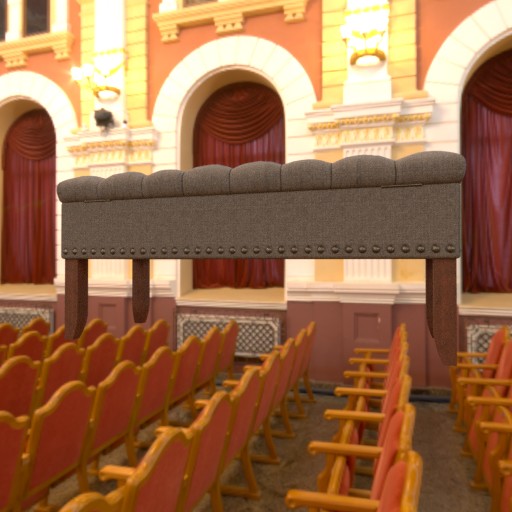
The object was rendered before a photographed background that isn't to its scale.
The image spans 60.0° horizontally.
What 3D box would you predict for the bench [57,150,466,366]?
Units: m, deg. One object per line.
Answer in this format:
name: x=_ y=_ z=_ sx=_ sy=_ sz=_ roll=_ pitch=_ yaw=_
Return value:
bench: x=0.000 y=0.000 z=1.270 sx=1.052 sy=0.470 sz=0.417 roll=0 pitch=-1 yaw=18
